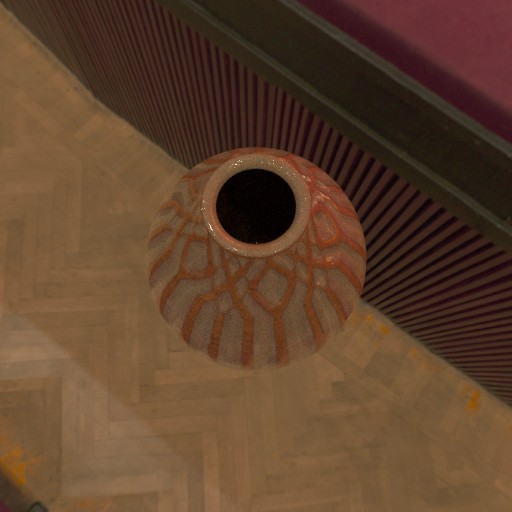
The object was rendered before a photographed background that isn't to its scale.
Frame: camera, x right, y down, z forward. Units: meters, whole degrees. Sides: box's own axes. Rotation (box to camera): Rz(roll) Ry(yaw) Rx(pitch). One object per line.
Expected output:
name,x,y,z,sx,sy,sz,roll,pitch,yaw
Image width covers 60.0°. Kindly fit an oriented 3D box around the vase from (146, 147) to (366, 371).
vase,0.000,0.000,0.259,0.131,0.175,0.131,0,76,0
